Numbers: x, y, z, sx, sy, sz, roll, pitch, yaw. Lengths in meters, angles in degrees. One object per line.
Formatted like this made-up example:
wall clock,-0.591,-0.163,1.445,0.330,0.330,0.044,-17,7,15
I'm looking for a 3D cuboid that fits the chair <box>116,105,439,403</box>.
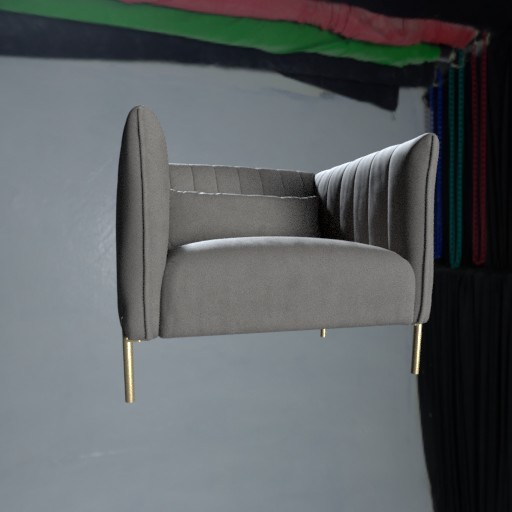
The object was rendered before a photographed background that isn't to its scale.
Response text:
chair,0.000,0.000,1.627,0.981,0.779,0.873,0,1,-18
